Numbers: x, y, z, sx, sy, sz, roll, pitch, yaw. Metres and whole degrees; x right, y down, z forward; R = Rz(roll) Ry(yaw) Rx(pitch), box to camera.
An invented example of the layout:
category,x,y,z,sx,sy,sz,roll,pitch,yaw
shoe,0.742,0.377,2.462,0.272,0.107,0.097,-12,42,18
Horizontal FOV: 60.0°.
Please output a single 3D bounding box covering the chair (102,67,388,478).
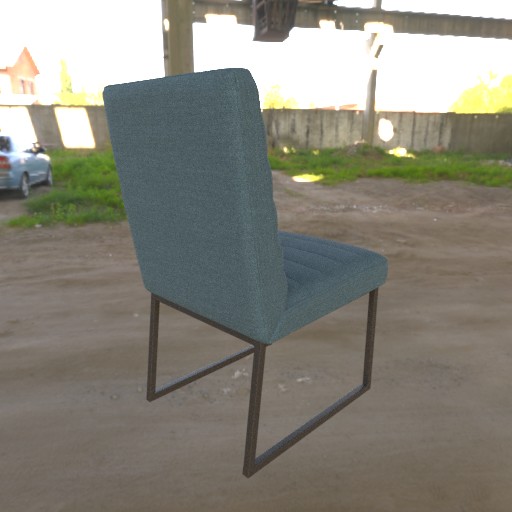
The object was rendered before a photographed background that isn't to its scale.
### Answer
category,x,y,z,sx,sy,sz,roll,pitch,yaw
chair,0.000,0.000,1.281,0.634,0.930,0.520,-15,22,-43
